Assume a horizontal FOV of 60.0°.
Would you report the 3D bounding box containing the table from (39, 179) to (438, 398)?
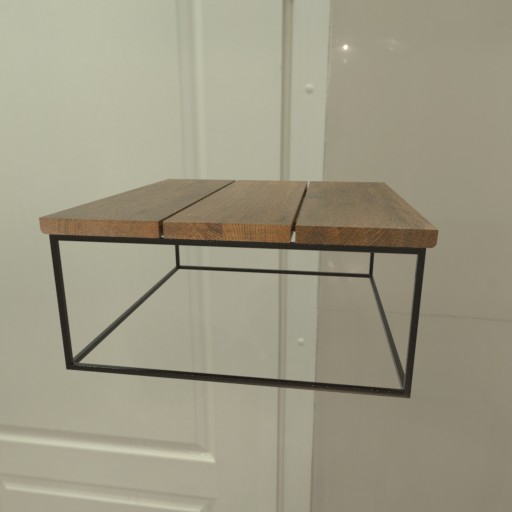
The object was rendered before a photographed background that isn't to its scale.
[{"bbox_3d":[0.000,0.000,1.463,0.900,0.400,0.900,2,16,8],"label":"table"}]
